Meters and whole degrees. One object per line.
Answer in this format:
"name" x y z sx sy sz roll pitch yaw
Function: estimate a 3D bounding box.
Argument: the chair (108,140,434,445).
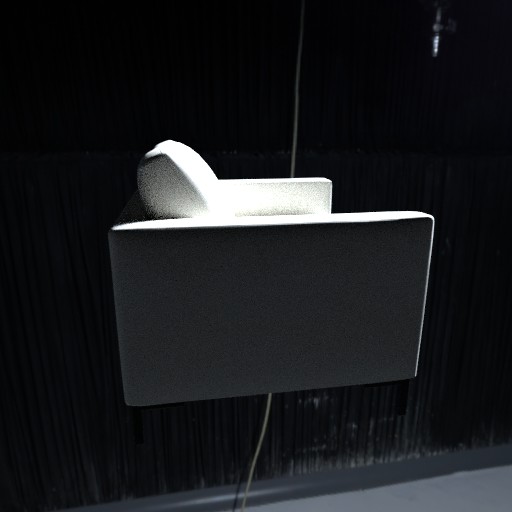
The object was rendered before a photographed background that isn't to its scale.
"chair" 0.000 0.000 1.618 0.875 0.806 0.964 -3 16 -9
